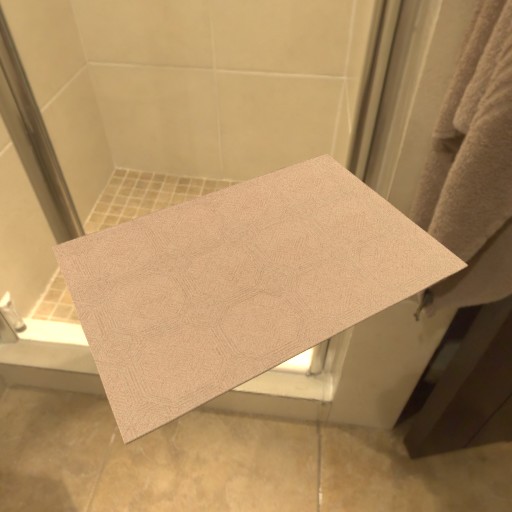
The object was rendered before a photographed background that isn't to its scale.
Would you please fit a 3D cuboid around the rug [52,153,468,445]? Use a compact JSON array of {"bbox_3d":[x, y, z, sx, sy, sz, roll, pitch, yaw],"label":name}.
[{"bbox_3d":[0.000,0.000,2.348,1.839,0.009,1.236,-22,49,-21],"label":"rug"}]
